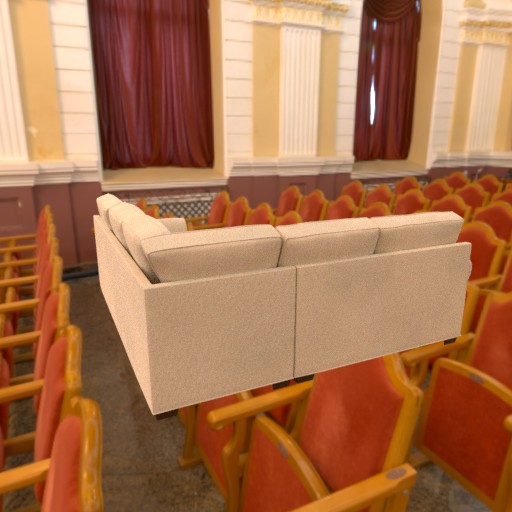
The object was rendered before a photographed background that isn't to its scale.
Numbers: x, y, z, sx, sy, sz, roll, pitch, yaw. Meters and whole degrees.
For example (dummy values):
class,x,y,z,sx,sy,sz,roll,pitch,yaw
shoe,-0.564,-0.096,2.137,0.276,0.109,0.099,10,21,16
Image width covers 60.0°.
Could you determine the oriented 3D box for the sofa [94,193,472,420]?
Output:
class,x,y,z,sx,sy,sz,roll,pitch,yaw
sofa,0.000,0.000,3.965,2.487,1.054,2.569,-7,16,-24
